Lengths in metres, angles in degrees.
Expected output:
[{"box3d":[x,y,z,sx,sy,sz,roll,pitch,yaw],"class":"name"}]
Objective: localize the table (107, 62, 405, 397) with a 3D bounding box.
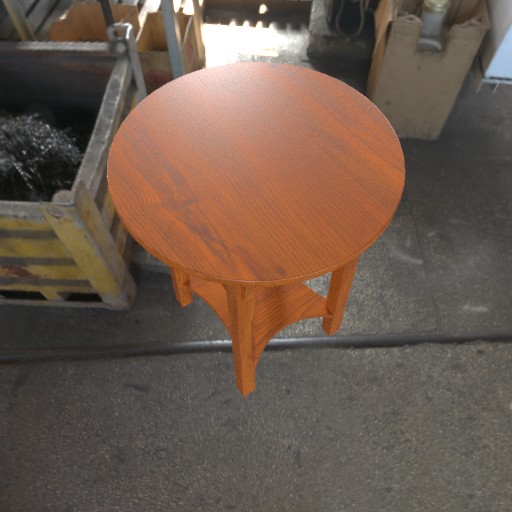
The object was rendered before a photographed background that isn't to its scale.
[{"box3d":[0.000,0.000,0.946,0.457,0.610,0.457,0,58,0],"class":"table"}]
